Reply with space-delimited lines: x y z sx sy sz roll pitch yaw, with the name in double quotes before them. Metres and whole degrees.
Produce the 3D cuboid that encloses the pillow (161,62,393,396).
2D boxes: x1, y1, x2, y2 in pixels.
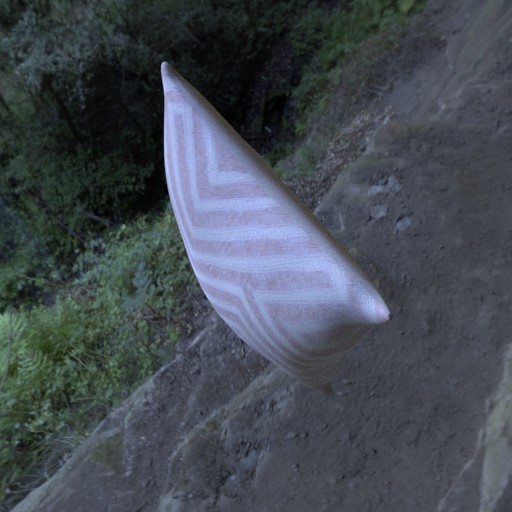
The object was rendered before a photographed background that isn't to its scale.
"pillow" 0.000 0.000 0.688 0.182 0.441 0.440 -33 67 -15
